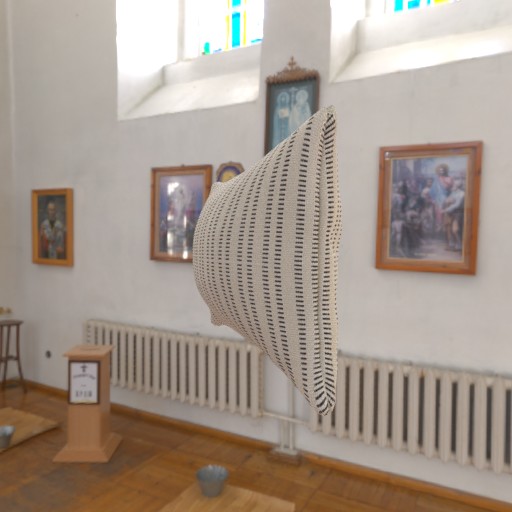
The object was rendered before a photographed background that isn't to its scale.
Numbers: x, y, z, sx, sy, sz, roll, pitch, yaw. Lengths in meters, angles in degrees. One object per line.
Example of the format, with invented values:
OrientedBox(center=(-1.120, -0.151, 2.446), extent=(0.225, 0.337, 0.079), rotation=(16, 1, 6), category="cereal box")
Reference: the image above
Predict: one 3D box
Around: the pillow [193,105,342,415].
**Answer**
OrientedBox(center=(0.000, 0.000, 0.805), extent=(0.210, 0.353, 0.640), rotation=(0, 1, -17), category="pillow")
